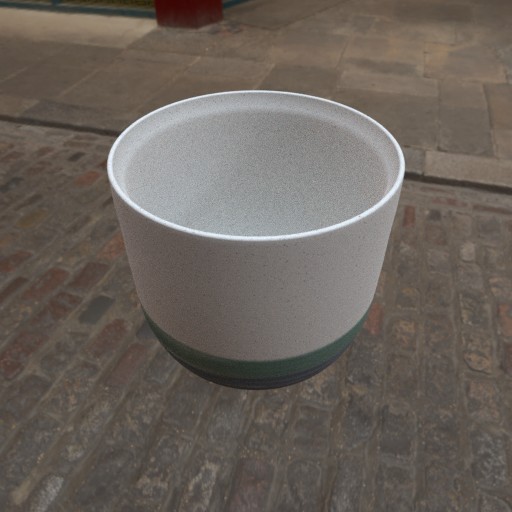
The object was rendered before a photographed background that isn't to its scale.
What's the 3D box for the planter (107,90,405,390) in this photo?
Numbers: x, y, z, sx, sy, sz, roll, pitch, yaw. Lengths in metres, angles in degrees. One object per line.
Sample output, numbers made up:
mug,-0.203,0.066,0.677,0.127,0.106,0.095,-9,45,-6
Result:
planter,0.000,0.000,0.496,0.268,0.270,0.268,0,42,0
